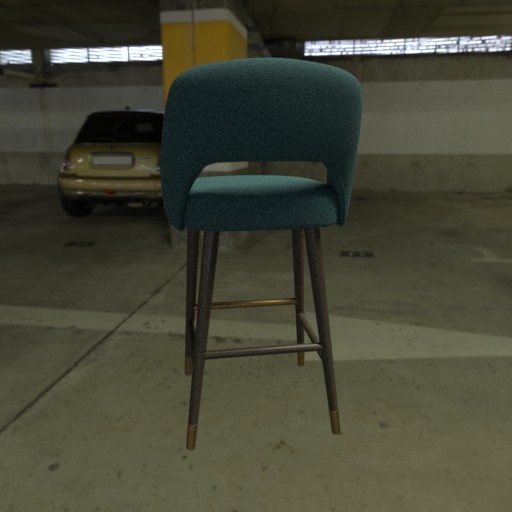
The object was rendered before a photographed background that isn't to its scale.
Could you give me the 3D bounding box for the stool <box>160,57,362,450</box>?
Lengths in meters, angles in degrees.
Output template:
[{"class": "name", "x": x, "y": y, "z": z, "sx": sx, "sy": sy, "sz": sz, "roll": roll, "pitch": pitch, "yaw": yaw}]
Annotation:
[{"class": "stool", "x": 0.000, "y": 0.000, "z": 1.339, "sx": 0.536, "sy": 1.032, "sz": 0.522, "roll": -2, "pitch": 15, "yaw": -9}]
